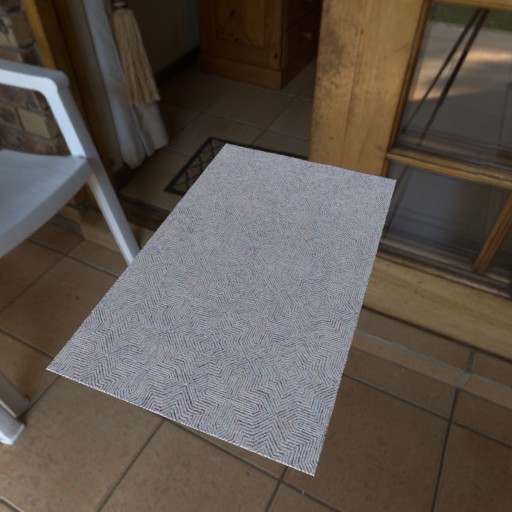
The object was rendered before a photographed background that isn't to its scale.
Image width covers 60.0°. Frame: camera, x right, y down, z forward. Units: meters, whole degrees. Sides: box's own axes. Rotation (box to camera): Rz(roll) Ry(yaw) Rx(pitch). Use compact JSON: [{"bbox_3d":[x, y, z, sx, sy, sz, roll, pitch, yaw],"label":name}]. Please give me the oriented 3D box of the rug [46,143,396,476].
[{"bbox_3d":[0.000,0.000,3.014,1.519,0.007,2.428,16,48,15],"label":"rug"}]
